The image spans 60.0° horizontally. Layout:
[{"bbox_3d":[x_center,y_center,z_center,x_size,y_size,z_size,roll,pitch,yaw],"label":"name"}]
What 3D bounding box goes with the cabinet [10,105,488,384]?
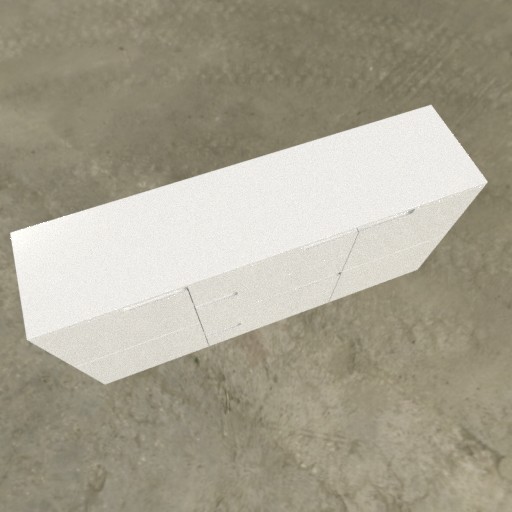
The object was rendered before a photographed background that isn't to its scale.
[{"bbox_3d":[0.000,0.000,1.924,1.650,0.800,0.400,-19,66,-9],"label":"cabinet"}]
